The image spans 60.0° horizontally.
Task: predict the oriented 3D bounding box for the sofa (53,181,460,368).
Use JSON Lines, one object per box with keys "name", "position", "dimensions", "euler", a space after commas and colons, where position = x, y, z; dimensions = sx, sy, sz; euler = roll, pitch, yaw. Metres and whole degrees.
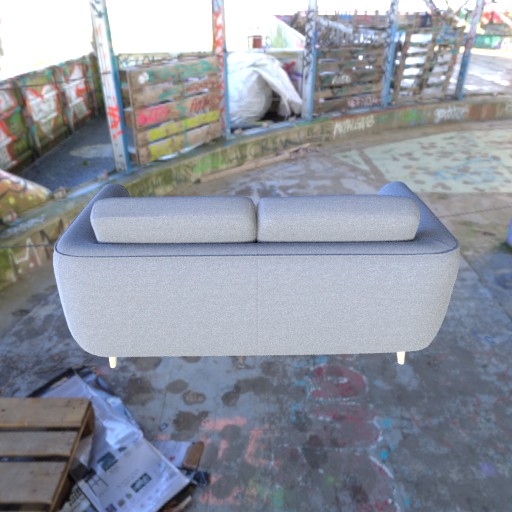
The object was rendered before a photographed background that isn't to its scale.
{"name": "sofa", "position": [0.000, 0.000, 2.199], "dimensions": [1.700, 0.850, 0.920], "euler": [0, 30, -1]}
